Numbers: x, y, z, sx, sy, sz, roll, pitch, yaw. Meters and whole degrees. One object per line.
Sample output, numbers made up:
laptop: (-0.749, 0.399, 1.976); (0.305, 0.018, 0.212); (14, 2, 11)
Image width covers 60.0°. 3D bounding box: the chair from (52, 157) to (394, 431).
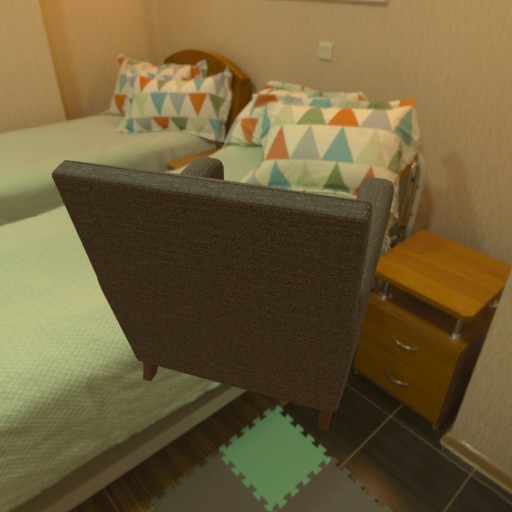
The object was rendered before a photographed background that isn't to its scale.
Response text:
chair: (0.000, 0.000, 1.552); (0.838, 0.885, 0.875); (10, 34, 16)
